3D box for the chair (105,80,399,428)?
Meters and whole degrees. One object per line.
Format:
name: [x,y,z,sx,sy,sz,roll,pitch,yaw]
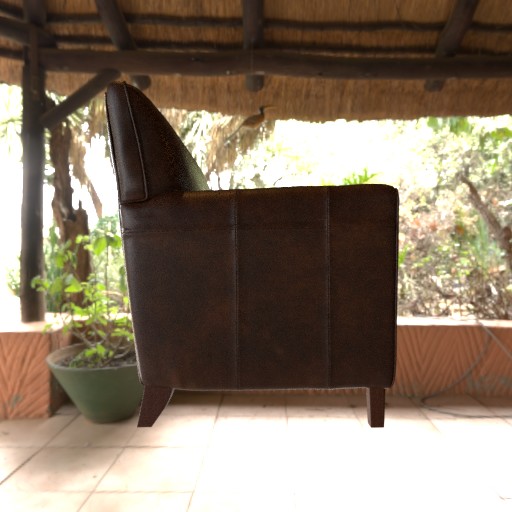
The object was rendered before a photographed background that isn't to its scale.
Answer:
chair: [0.000,0.000,1.580,0.823,0.943,0.870,0,-1,1]
